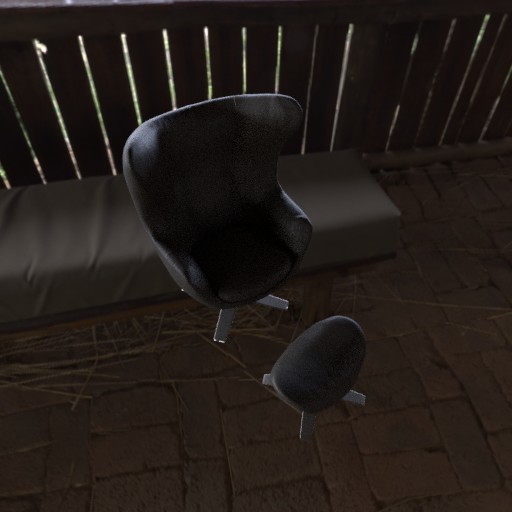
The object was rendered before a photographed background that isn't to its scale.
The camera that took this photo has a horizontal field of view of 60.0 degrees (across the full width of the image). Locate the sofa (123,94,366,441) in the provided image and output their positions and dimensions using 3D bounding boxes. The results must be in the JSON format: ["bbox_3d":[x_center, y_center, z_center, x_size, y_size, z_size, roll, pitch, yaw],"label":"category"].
[{"bbox_3d":[0.000,0.000,2.182,0.894,1.135,1.444,-24,52,-21],"label":"sofa"}]
